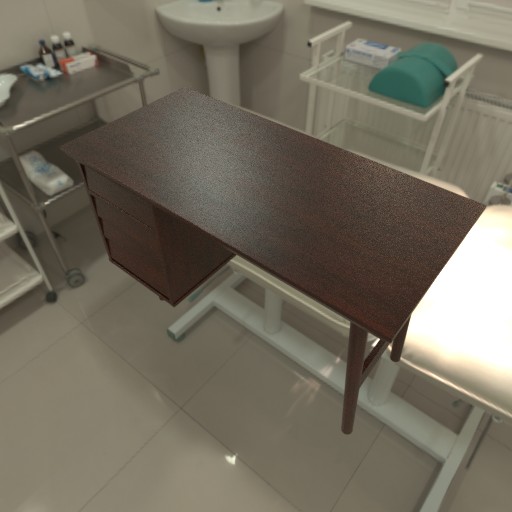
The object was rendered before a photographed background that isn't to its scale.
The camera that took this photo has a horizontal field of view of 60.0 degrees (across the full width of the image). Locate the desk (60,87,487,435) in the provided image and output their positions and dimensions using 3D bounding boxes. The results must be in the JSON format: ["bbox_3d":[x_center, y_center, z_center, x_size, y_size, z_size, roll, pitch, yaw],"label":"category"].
[{"bbox_3d":[0.000,0.000,1.705,1.277,0.758,0.612,30,52,26],"label":"desk"}]
